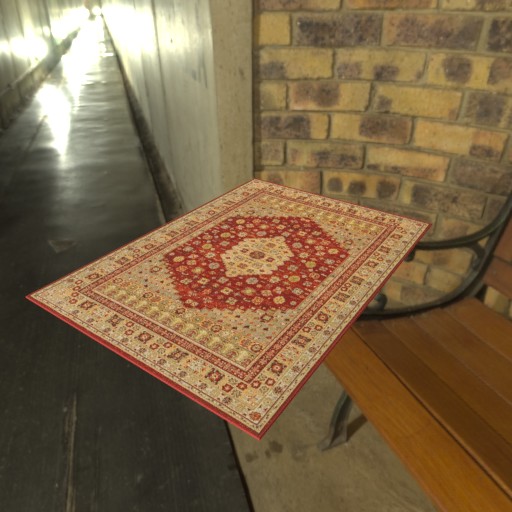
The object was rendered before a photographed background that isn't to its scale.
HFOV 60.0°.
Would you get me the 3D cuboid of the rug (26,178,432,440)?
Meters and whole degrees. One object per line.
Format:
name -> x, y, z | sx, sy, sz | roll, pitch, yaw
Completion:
rug -> 0.000, 0.000, 2.859 | 1.593, 0.013, 2.211 | 20, 36, 30
